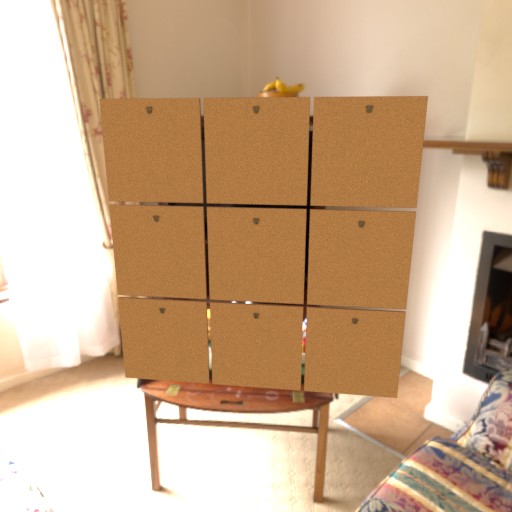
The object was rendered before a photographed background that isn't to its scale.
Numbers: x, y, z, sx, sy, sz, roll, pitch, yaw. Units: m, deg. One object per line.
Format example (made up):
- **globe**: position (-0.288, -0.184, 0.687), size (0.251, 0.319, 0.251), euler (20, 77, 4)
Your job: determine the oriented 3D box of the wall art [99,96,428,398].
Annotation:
- **wall art**: position (0.000, 0.000, 2.271), size (1.533, 1.532, 0.019), euler (2, 16, 7)
